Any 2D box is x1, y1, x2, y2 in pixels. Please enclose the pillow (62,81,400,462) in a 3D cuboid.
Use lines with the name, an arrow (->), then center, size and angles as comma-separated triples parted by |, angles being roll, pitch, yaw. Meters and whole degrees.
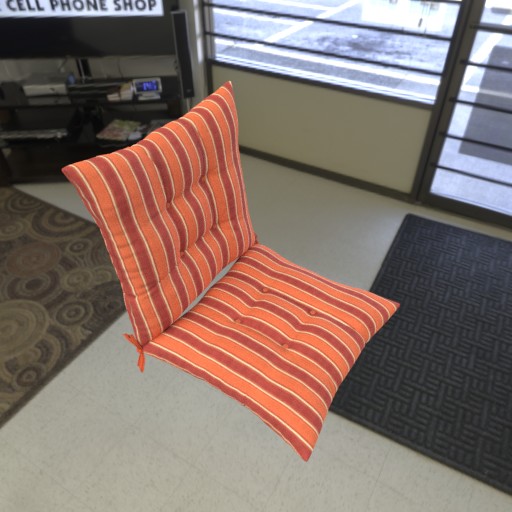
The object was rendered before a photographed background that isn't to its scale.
pillow -> 0.000, 0.000, 1.003 | 0.585, 0.536, 0.541 | 24, 47, 25
